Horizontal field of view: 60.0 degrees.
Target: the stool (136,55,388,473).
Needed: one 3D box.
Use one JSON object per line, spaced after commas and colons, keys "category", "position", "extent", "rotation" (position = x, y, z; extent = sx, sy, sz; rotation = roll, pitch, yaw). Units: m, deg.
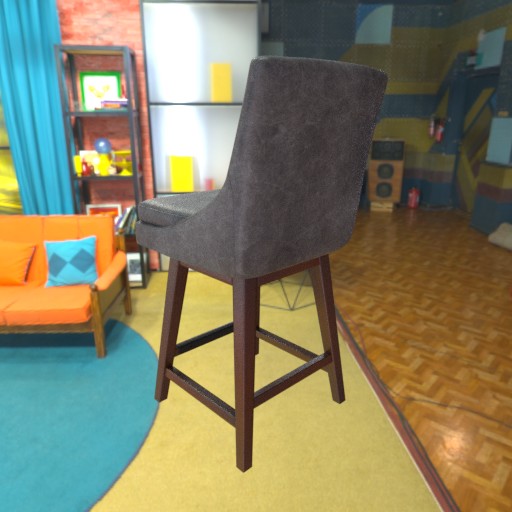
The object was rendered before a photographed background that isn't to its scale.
{"category": "stool", "position": [0.000, 0.000, 1.345], "extent": [0.492, 1.046, 0.587], "rotation": [-16, 24, -41]}
